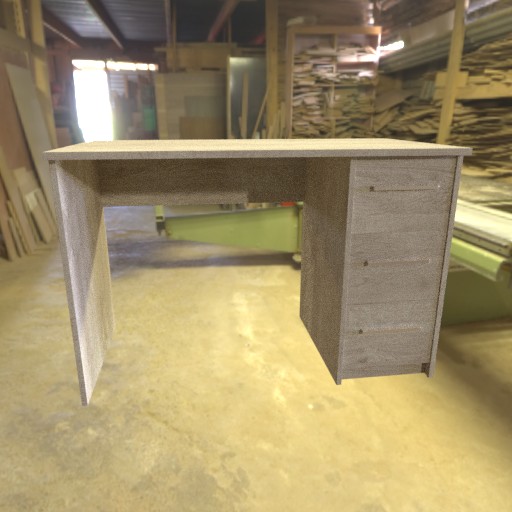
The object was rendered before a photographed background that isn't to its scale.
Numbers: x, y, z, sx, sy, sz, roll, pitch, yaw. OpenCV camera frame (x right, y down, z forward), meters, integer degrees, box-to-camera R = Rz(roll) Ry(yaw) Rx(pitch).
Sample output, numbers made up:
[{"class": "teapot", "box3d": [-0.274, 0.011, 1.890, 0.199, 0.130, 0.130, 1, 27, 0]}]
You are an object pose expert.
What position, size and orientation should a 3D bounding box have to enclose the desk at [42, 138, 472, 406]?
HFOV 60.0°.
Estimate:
[{"class": "desk", "box3d": [0.000, 0.000, 1.493, 1.097, 0.735, 0.560, -2, 18, -7]}]
